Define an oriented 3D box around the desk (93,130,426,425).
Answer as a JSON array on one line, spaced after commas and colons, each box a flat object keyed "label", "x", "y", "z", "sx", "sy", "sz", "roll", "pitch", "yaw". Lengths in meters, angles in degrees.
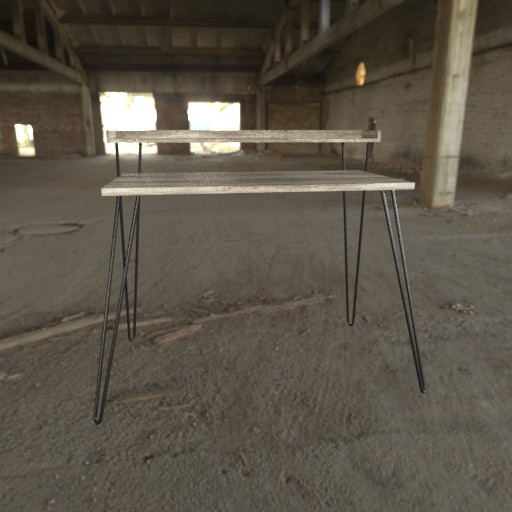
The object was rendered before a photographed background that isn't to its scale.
[{"label": "desk", "x": 0.000, "y": 0.000, "z": 1.643, "sx": 1.135, "sy": 0.899, "sz": 0.605, "roll": -2, "pitch": 16, "yaw": -9}]
